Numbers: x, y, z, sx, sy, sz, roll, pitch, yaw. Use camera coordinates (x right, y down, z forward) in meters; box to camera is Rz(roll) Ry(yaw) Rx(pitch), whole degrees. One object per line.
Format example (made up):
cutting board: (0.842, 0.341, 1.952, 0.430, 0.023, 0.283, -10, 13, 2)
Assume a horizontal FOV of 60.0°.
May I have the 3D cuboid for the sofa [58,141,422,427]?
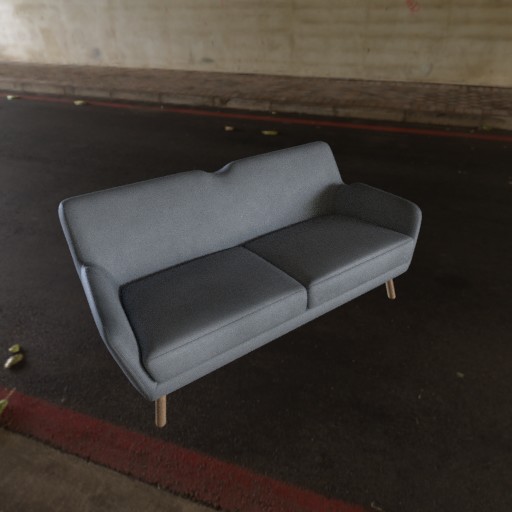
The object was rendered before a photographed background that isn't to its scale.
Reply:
sofa: (0.000, 0.000, 2.375, 1.870, 0.810, 0.850, -21, 36, -32)
